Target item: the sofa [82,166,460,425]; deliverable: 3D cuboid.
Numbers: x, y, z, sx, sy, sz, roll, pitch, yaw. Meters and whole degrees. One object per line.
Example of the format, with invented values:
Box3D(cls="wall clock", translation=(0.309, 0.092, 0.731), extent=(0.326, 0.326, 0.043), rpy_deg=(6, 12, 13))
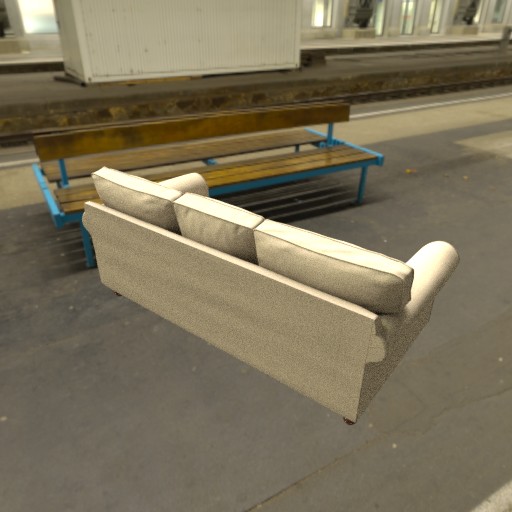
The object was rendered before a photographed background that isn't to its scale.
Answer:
Box3D(cls="sofa", translation=(0.000, 0.000, 2.717), extent=(2.118, 0.889, 0.998), rpy_deg=(21, 35, 32))
